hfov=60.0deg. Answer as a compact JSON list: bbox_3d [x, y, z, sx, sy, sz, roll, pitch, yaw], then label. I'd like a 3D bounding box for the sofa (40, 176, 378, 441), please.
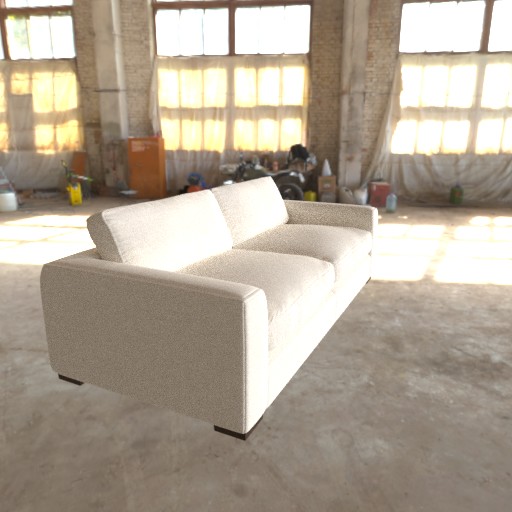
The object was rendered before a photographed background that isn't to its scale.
[{"bbox_3d":[0.000,0.000,2.732,1.070,0.801,2.262,7,17,25],"label":"sofa"}]
